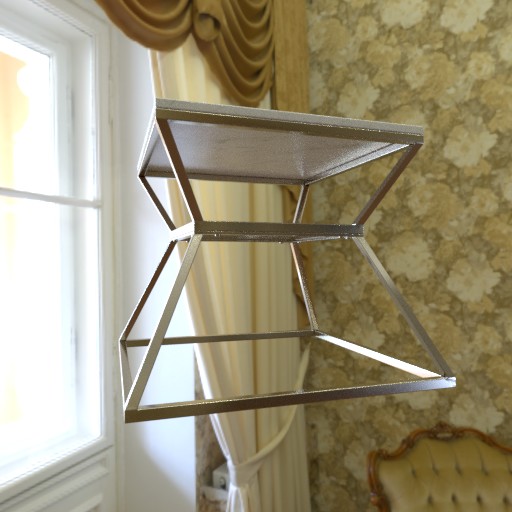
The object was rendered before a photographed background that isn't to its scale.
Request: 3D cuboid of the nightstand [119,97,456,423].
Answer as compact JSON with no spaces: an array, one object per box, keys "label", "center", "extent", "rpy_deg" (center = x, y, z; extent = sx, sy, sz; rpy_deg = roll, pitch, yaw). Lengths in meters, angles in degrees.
[{"label":"nightstand","center":[0.000,0.000,0.882],"extent":[0.514,0.426,0.513],"rpy_deg":[0,0,-18]}]
